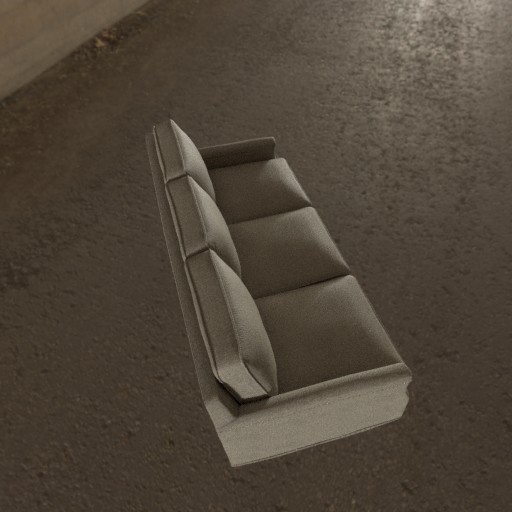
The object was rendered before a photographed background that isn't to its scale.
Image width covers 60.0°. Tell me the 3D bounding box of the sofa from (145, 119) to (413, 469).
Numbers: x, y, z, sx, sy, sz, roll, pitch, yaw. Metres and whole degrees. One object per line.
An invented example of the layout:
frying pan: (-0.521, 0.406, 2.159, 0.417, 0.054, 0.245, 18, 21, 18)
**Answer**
sofa: (0.000, 0.000, 2.867, 1.084, 1.003, 2.246, -12, 48, -11)
